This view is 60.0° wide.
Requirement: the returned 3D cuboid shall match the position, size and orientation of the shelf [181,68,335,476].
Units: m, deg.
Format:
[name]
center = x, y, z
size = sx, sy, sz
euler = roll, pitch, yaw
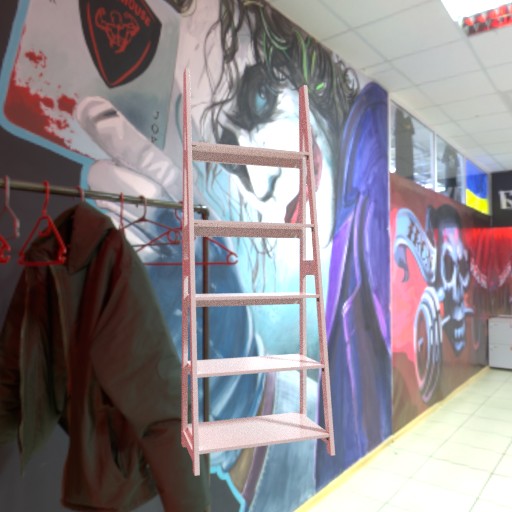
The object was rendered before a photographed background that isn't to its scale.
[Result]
[shelf]
center = 0.000, 0.000, 2.064
size = 0.636, 1.779, 0.341
euler = 1, -2, -18
